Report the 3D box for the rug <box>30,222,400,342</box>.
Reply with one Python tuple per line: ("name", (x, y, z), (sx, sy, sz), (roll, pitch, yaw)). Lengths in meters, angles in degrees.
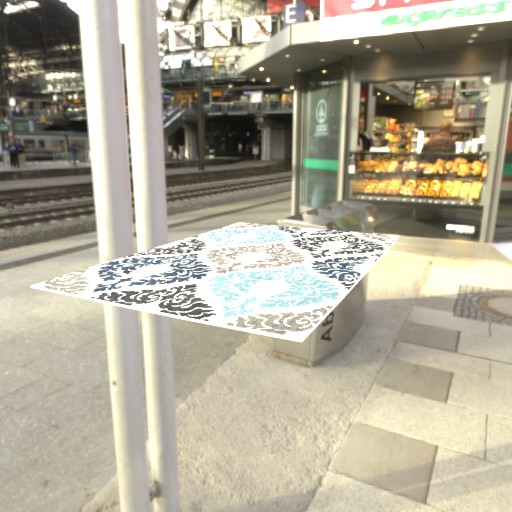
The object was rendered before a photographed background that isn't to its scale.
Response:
("rug", (0.000, 0.000, 2.965), (1.514, 0.014, 2.275), (7, 15, 26))
